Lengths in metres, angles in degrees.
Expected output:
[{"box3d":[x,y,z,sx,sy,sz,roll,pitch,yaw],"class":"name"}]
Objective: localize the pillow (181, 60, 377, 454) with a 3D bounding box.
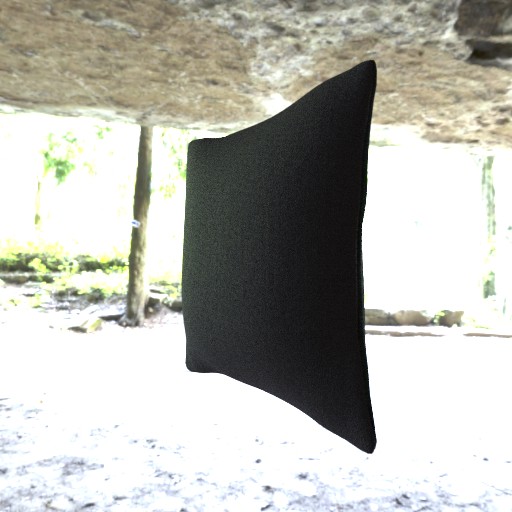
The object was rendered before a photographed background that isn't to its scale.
[{"box3d":[0.000,0.000,0.638,0.136,0.419,0.437,0,0,-35],"class":"pillow"}]
